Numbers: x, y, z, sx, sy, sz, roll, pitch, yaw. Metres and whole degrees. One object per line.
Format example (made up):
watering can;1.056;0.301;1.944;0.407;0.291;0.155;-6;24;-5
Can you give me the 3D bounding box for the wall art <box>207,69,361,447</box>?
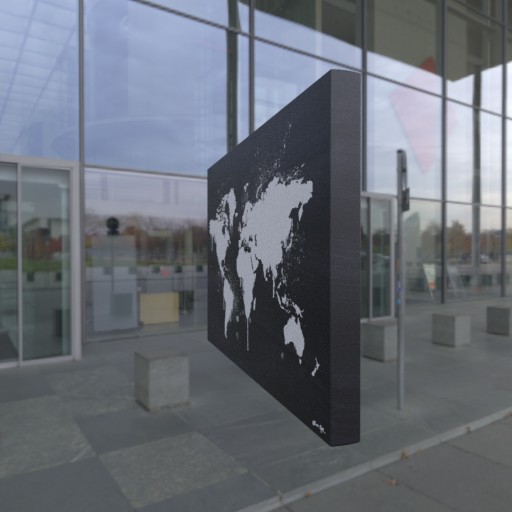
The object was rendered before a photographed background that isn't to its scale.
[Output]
wall art;0.000;0.000;0.770;0.038;0.409;0.610;0;1;-19
